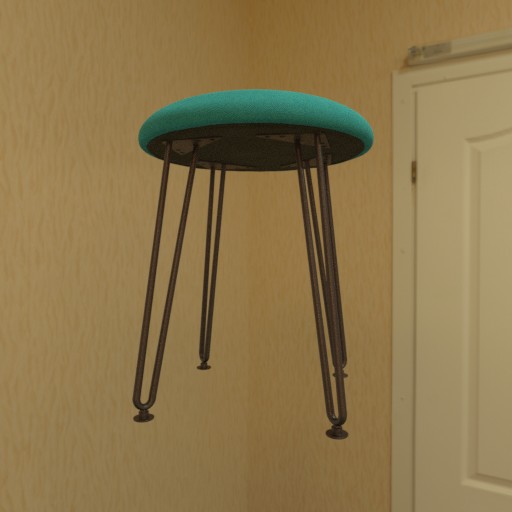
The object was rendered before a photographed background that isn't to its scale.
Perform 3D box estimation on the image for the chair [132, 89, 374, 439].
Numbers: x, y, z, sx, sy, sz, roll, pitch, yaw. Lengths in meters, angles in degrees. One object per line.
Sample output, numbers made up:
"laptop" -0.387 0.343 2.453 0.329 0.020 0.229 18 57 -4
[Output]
"chair" 0.000 0.000 0.685 0.350 0.430 0.350 0 1 0
